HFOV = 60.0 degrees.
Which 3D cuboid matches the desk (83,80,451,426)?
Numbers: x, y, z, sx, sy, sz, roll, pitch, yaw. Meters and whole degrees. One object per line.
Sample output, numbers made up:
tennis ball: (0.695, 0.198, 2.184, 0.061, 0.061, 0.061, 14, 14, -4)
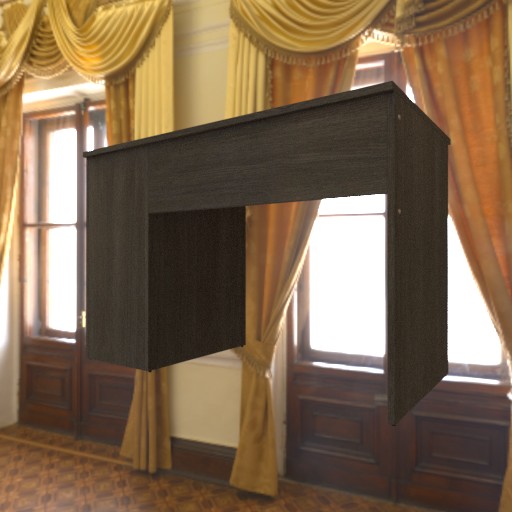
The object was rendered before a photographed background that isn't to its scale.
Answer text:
desk: (0.000, 0.000, 1.469, 1.096, 0.730, 0.560, 0, 0, 35)
